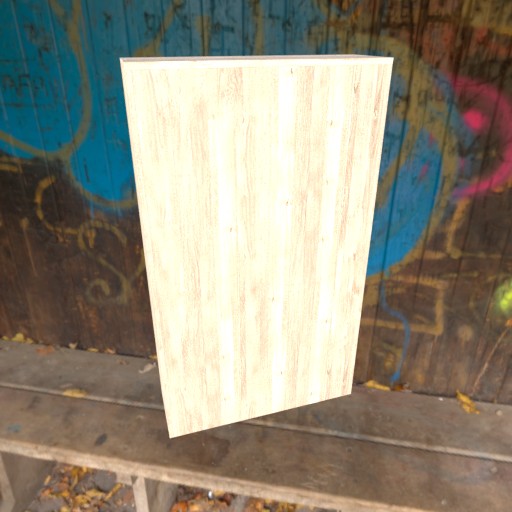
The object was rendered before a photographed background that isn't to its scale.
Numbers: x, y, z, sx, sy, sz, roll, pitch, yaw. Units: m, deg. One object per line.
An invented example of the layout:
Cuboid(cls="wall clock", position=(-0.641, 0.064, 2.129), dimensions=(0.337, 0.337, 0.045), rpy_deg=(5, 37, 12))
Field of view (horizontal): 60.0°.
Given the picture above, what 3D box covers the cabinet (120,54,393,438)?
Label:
Cuboid(cls="cabinet", position=(0.000, 0.000, 1.565), dimensions=(0.750, 1.280, 0.250), rpy_deg=(-8, 28, -16))
